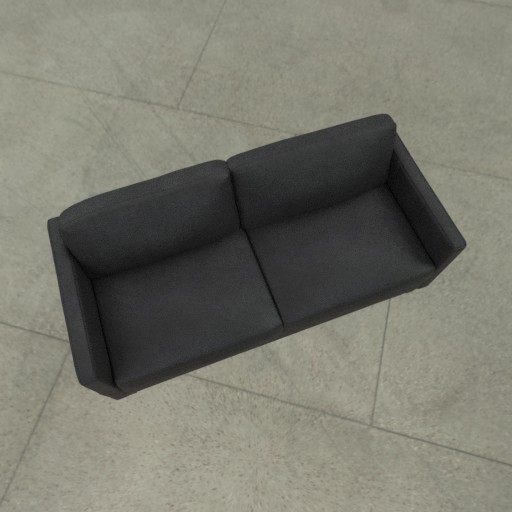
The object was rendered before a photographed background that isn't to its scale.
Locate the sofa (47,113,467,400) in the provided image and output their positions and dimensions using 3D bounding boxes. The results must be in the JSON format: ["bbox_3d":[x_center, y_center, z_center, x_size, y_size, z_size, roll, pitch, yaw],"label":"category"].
[{"bbox_3d":[0.000,0.000,2.446,1.971,0.863,0.933,-19,66,-8],"label":"sofa"}]
